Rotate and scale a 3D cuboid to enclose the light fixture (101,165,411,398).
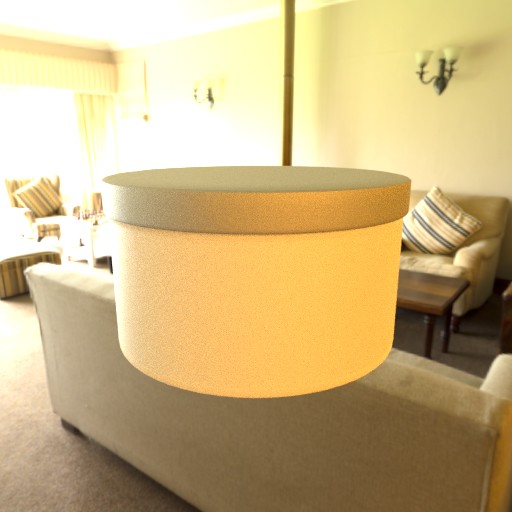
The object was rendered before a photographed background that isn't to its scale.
[{"bbox_3d":[0.000,0.000,0.620,0.393,0.229,0.393,0,15,0],"label":"light fixture"}]
